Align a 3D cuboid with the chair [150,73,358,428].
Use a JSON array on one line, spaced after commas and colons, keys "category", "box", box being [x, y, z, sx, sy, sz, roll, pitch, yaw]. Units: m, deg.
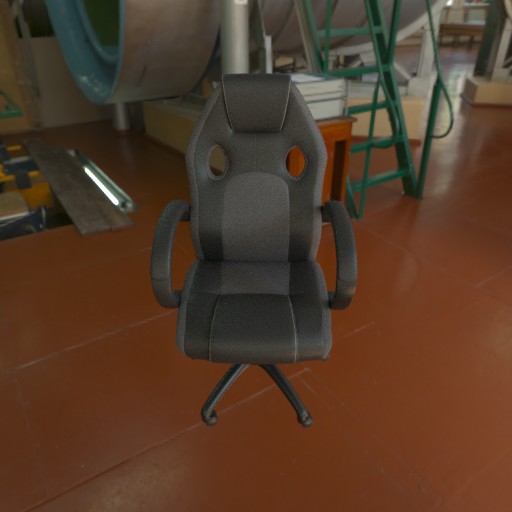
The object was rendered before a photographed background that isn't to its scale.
[{"category": "chair", "box": [0.000, 0.000, 1.661, 0.673, 1.187, 0.724, 0, 30, 1]}]
